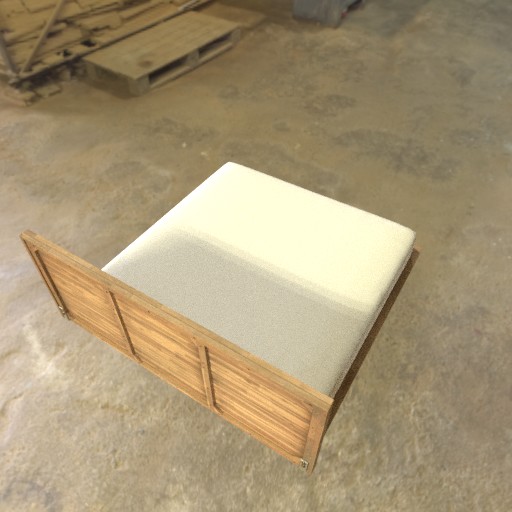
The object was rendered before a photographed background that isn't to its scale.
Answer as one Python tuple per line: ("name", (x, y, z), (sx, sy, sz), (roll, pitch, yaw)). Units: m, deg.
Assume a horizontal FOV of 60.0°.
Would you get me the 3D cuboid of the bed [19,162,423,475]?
("bed", (0.000, 0.000, 3.376), (2.116, 1.100, 2.167), (25, 51, 22))
